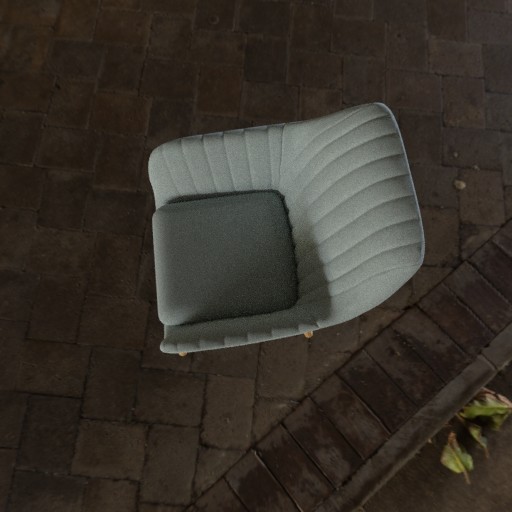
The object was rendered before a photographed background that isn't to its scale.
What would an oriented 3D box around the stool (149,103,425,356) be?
[{"bbox_3d":[0.000,0.000,1.204,0.590,0.830,0.503,-7,74,-2],"label":"stool"}]
